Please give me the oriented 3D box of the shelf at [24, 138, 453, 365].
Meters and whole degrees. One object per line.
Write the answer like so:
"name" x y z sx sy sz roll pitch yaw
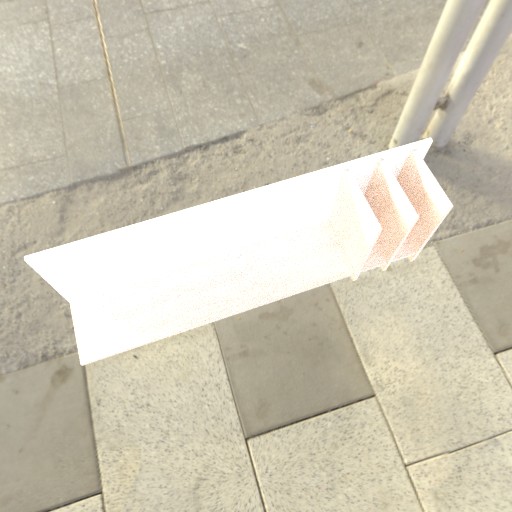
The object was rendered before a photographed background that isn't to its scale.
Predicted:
"shelf" 0.000 0.000 1.151 1.020 0.300 0.200 -18 65 -9
